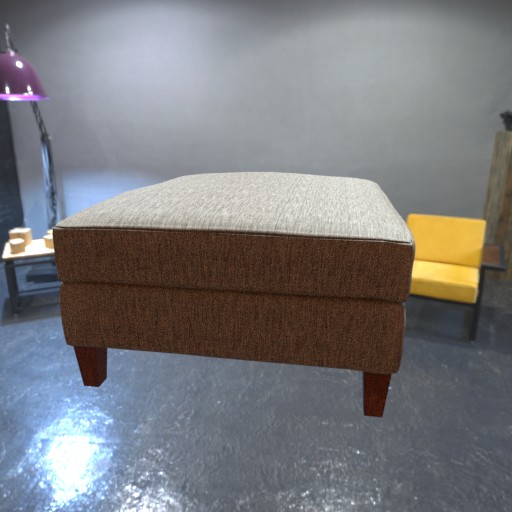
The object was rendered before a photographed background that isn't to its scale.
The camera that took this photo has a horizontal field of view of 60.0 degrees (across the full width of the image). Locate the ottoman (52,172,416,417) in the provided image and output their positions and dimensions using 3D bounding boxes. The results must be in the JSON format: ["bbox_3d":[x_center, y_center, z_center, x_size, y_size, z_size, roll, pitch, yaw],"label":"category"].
[{"bbox_3d":[0.000,0.000,1.468,0.839,0.492,0.994,3,17,9],"label":"ottoman"}]
